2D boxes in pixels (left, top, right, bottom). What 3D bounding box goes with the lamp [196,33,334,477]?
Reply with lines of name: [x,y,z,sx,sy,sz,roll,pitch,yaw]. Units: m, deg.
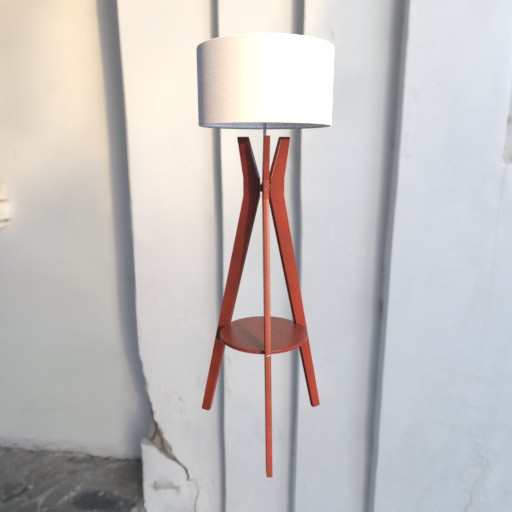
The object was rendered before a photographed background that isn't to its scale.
lamp: [0.000,0.000,1.722,0.542,1.472,0.539,7,15,26]
